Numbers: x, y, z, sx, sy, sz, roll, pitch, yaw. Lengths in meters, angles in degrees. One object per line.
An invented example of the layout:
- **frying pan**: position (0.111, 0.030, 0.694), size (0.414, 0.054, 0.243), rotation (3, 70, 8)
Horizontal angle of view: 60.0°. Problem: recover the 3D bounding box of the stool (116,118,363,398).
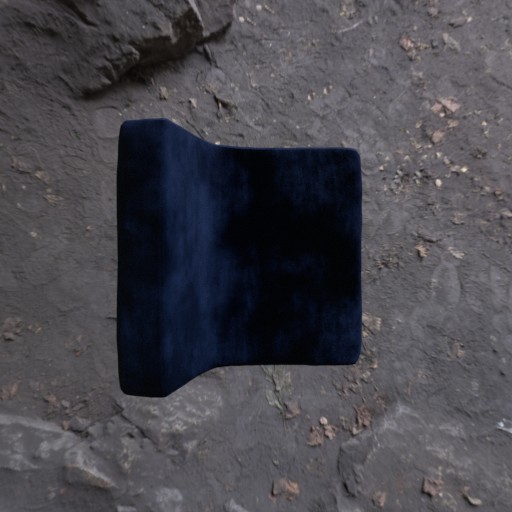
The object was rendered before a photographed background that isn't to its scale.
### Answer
- **stool**: position (0.000, 0.000, 1.295), size (0.500, 1.037, 0.511), rotation (0, 91, 1)
